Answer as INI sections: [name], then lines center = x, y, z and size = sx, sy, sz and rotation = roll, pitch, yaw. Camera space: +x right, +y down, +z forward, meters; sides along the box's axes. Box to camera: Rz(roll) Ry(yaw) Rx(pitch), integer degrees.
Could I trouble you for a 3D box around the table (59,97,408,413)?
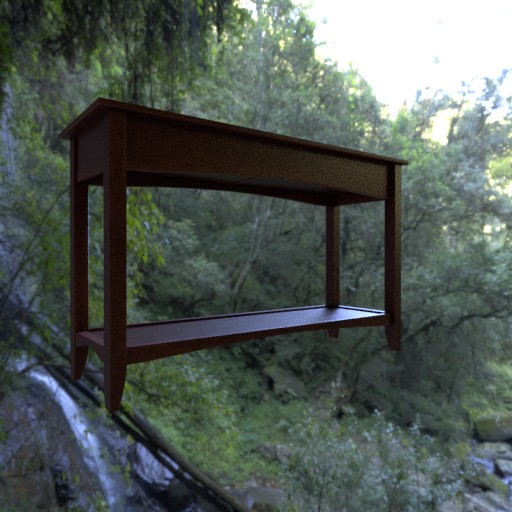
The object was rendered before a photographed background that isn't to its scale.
[table]
center = 0.000, 0.000, 1.531
size = 1.188, 0.739, 0.392
rotation = 0, 0, -36
